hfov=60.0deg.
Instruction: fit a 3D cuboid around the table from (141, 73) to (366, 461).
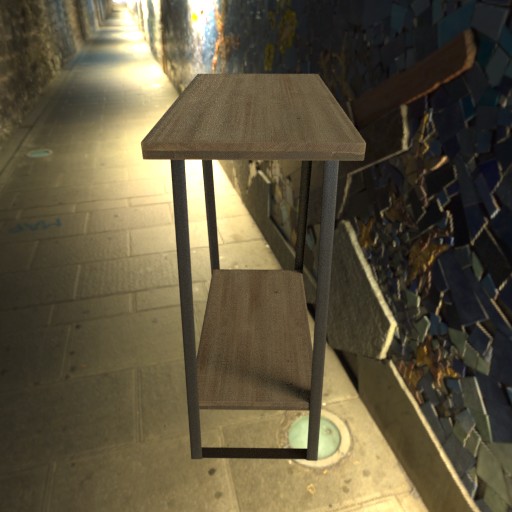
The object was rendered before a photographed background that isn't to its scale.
[{"bbox_3d":[0.000,0.000,1.023,0.300,0.701,0.599,0,30,1],"label":"table"}]
